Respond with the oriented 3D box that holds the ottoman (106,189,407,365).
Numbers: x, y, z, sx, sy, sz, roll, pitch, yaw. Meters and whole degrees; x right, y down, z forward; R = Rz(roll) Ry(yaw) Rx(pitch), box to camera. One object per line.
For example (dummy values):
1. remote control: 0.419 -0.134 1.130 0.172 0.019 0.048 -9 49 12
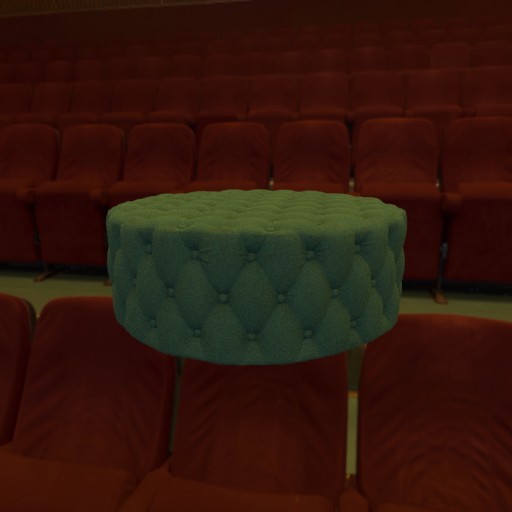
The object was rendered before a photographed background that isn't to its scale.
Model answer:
1. ottoman: 0.000 0.000 1.555 0.998 0.399 0.998 0 14 0
